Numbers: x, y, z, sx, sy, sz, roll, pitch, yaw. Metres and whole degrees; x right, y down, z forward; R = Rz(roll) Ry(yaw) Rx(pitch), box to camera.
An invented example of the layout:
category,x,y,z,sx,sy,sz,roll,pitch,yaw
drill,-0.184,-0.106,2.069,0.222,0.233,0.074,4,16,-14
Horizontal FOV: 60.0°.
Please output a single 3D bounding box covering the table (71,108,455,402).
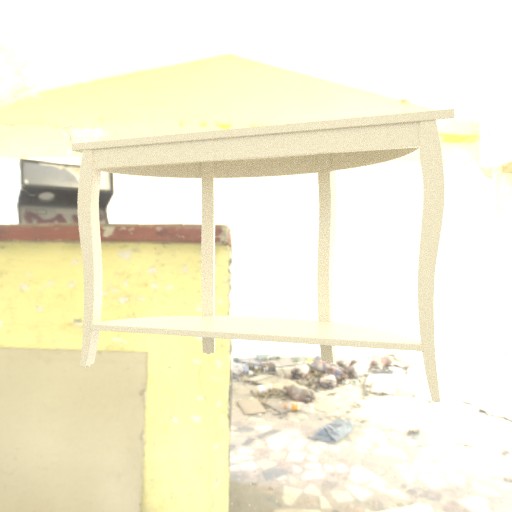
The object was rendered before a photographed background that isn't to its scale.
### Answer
category,x,y,z,sx,sy,sz,roll,pitch,yaw
table,0.000,0.000,1.538,1.219,0.780,0.394,0,1,18
